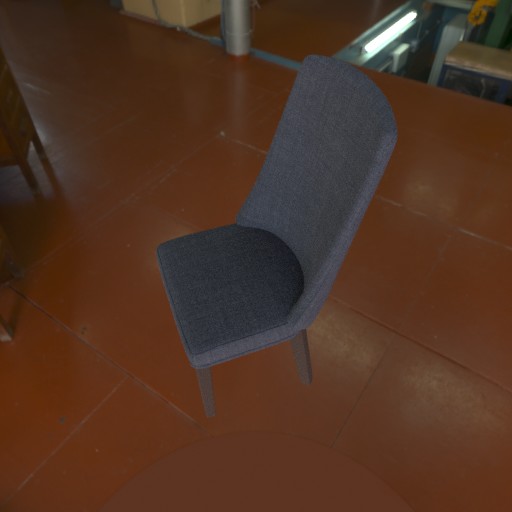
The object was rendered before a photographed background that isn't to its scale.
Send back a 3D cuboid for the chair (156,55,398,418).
[{"bbox_3d":[0.000,0.000,1.373,0.577,1.050,0.510,-15,49,-14],"label":"chair"}]
